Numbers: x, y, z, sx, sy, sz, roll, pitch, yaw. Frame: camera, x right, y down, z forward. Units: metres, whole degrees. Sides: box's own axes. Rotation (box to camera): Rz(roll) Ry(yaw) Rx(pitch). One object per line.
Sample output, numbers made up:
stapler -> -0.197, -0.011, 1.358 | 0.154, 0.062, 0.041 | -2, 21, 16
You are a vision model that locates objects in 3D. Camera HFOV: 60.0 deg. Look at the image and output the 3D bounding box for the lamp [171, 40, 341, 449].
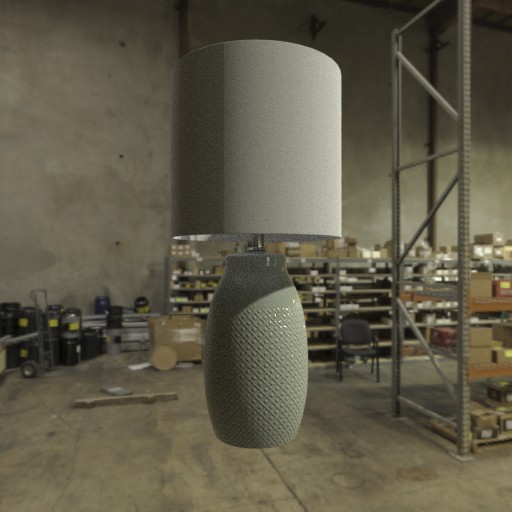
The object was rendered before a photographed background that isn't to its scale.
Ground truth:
lamp -> 0.000, 0.000, 0.572 | 0.217, 0.453, 0.217 | 0, -1, -18
